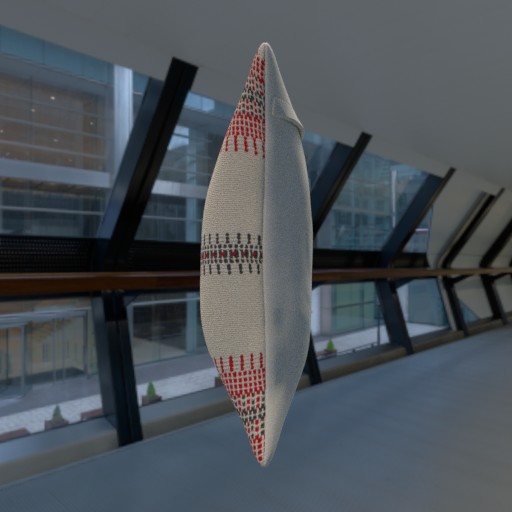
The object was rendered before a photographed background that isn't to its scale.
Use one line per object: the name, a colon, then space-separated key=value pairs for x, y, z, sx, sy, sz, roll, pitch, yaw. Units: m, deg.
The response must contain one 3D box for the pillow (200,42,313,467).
pillow: x=0.000 y=0.000 z=0.700 sx=0.160 sy=0.454 sz=0.463 roll=0 pitch=0 yaw=-1
